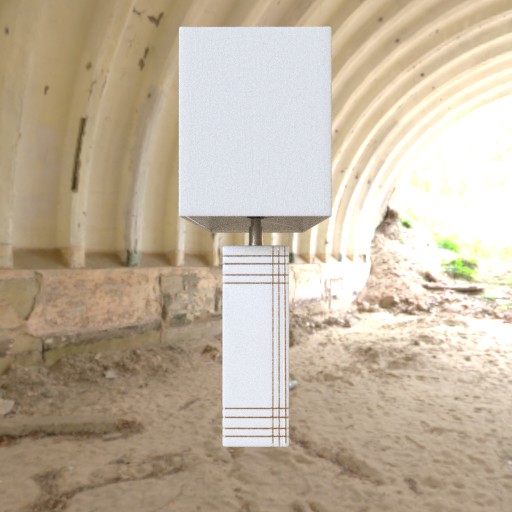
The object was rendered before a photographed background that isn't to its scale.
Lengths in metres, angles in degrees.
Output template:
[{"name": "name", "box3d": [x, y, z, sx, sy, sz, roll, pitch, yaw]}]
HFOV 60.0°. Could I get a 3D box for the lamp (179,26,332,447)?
[{"name": "lamp", "box3d": [0.000, 0.000, 0.690, 0.182, 0.543, 0.334, 0, 0, 0]}]
